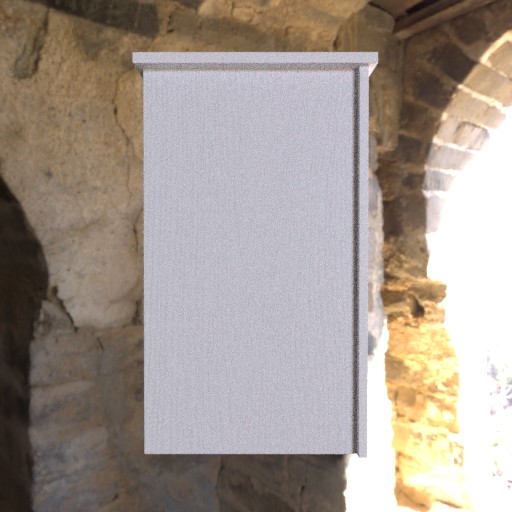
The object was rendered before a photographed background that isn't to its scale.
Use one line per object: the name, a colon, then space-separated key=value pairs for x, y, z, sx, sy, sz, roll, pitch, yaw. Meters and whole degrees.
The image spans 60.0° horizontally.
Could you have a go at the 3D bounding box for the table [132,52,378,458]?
table: x=0.000 y=0.000 z=0.927 sx=0.381 sy=0.635 sz=0.480 roll=0 pitch=1 yaw=0
